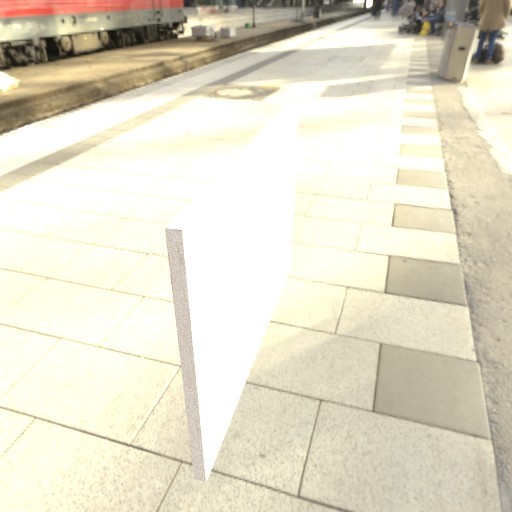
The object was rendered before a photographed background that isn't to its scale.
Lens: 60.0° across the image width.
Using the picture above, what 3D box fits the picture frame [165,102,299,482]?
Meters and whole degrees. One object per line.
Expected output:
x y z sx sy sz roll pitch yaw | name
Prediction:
0.000 0.000 1.236 0.029 0.640 0.950 8 32 13 | picture frame
